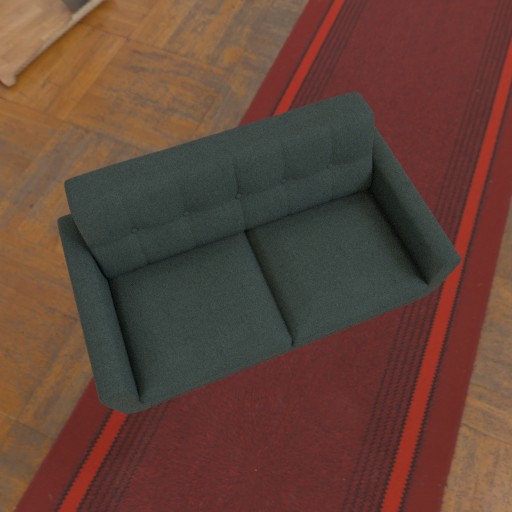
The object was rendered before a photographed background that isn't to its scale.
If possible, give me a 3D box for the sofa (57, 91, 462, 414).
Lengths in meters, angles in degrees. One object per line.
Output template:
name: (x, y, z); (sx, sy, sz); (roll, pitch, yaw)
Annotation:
sofa: (0.000, 0.000, 2.119); (1.631, 0.841, 0.909); (-20, 66, -9)
